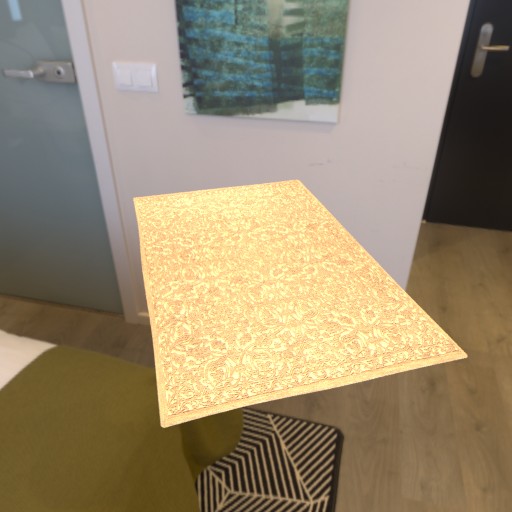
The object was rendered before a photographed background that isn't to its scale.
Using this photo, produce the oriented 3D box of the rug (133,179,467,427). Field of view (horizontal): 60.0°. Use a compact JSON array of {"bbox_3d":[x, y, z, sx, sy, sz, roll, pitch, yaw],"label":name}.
[{"bbox_3d":[0.000,0.000,3.042,1.529,0.012,2.435,-9,33,-14],"label":"rug"}]
